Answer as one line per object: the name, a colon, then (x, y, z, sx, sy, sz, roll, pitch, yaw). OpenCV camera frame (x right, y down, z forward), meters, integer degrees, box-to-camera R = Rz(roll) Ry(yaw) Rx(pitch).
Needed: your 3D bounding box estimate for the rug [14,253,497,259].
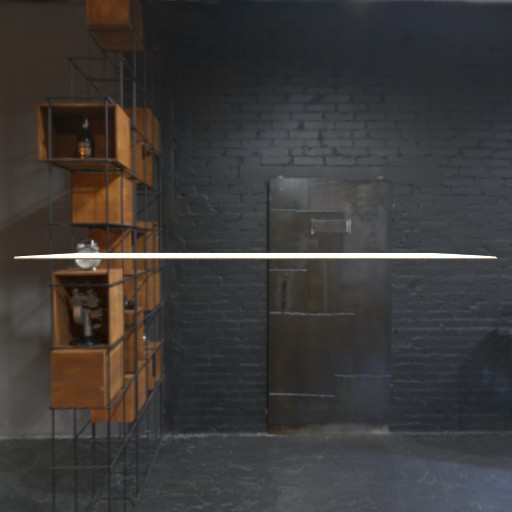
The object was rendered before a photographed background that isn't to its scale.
rug: (0.000, 0.000, 2.628, 2.450, 0.014, 0.793, 0, 2, 0)
